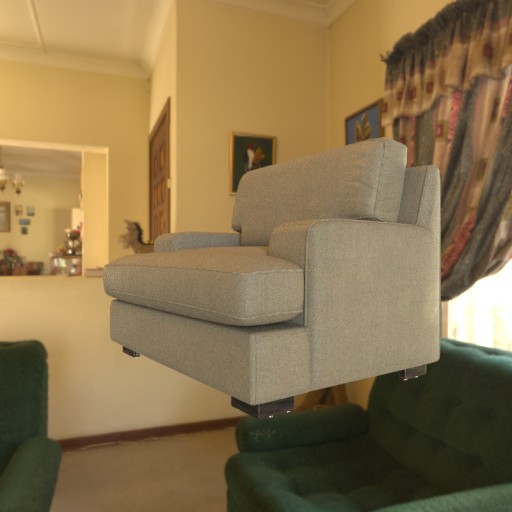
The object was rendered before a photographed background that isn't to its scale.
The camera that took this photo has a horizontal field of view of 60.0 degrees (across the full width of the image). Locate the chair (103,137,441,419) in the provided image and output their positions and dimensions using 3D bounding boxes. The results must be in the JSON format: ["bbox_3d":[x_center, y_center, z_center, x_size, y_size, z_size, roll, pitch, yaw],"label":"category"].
[{"bbox_3d":[0.000,0.000,1.996,1.043,0.974,1.270,0,0,-36],"label":"chair"}]
